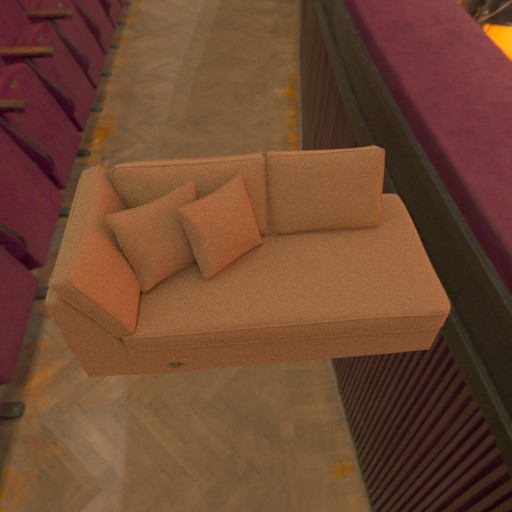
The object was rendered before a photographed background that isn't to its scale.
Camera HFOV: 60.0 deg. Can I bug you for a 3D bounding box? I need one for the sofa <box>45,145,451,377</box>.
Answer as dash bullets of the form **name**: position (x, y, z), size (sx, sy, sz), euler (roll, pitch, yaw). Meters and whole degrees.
- **sofa**: position (0.000, 0.000, 2.848), size (2.237, 1.033, 1.110), euler (-4, 47, -4)
